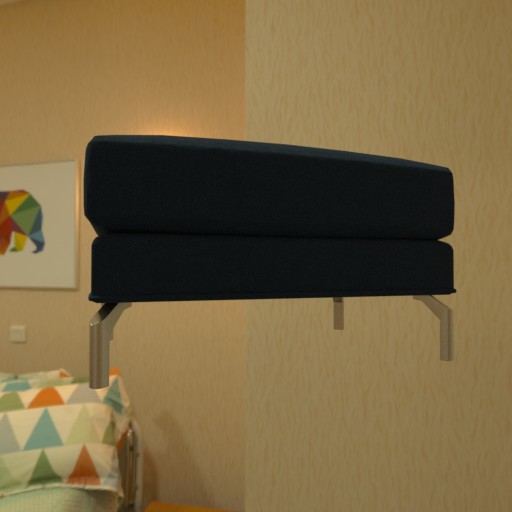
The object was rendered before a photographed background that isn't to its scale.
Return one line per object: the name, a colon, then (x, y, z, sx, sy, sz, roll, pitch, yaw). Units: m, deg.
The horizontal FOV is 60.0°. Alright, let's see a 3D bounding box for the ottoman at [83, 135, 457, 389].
ottoman: (0.000, 0.000, 1.193, 0.835, 0.498, 0.587, 0, -1, -18)
